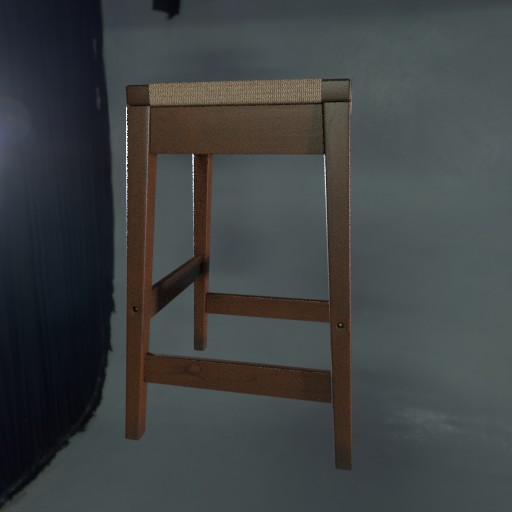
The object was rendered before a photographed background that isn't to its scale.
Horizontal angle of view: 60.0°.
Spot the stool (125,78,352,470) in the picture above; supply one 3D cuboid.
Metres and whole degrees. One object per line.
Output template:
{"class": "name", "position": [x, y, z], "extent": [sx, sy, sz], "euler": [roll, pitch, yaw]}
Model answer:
{"class": "stool", "position": [0.000, 0.000, 1.104], "extent": [0.507, 0.762, 0.497], "euler": [3, 14, 11]}
